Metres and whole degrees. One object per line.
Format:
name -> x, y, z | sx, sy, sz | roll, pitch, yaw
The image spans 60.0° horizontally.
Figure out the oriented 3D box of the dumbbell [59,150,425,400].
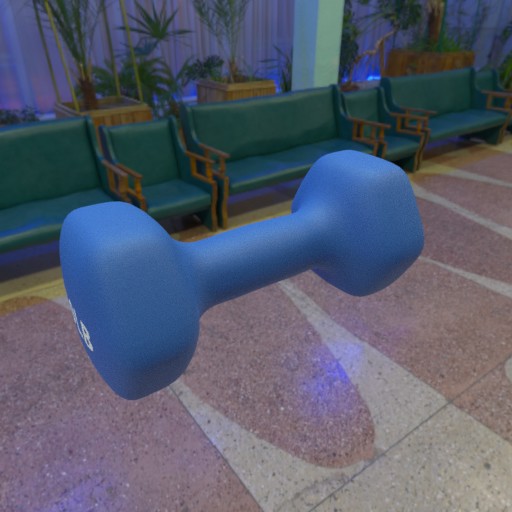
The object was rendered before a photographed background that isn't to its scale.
dumbbell -> 0.000, 0.000, 0.266 | 0.212, 0.093, 0.103 | -18, 34, -28
